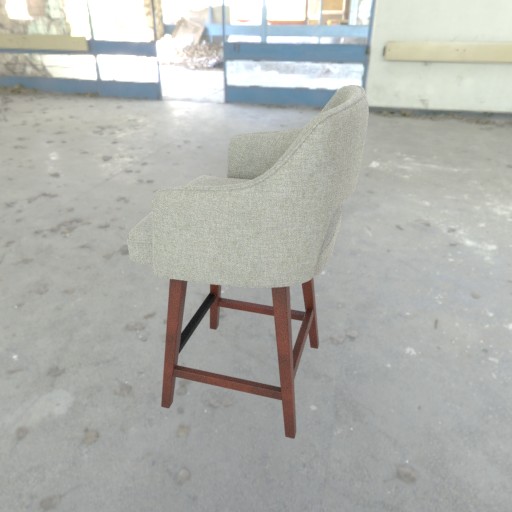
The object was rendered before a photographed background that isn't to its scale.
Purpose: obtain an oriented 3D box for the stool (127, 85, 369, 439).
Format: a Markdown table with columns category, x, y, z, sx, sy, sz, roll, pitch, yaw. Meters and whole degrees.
| category | x | y | z | sx | sy | sz | roll | pitch | yaw |
| --- | --- | --- | --- | --- | --- | --- | --- | --- | --- |
| stool | 0.000 | 0.000 | 1.323 | 0.558 | 0.944 | 0.599 | 8 | 29 | 14 |
